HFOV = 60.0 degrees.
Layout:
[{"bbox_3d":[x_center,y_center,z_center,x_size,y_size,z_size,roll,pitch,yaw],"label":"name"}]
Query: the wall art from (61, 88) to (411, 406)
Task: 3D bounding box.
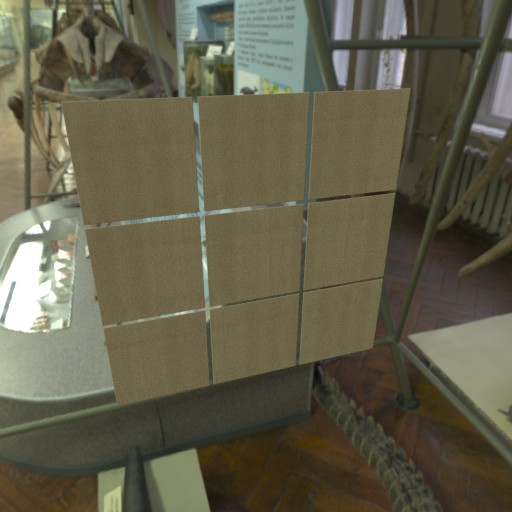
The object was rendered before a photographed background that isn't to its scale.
[{"bbox_3d":[0.000,0.000,2.184,1.517,1.505,0.002,-8,28,-16],"label":"wall art"}]
